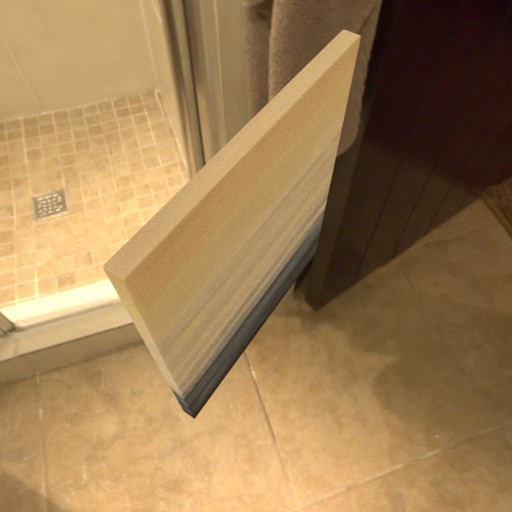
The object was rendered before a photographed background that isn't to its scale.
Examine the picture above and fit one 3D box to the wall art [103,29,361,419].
[{"bbox_3d":[0.000,0.000,0.957,0.041,0.710,0.608,30,62,18],"label":"wall art"}]
